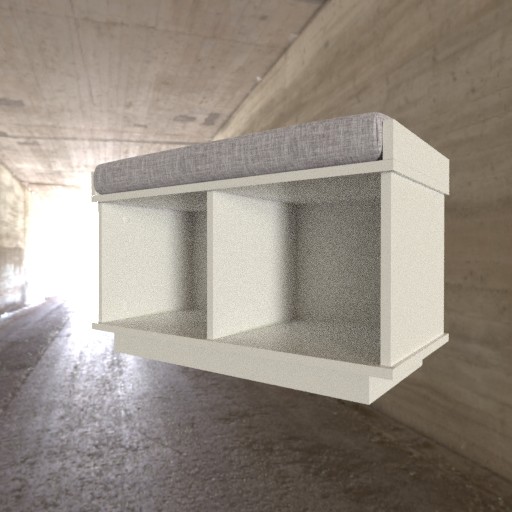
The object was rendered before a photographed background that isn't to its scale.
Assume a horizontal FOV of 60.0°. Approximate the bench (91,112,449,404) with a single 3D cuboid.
[{"bbox_3d":[0.000,0.000,0.994,0.734,0.461,0.362,0,1,36],"label":"bench"}]
